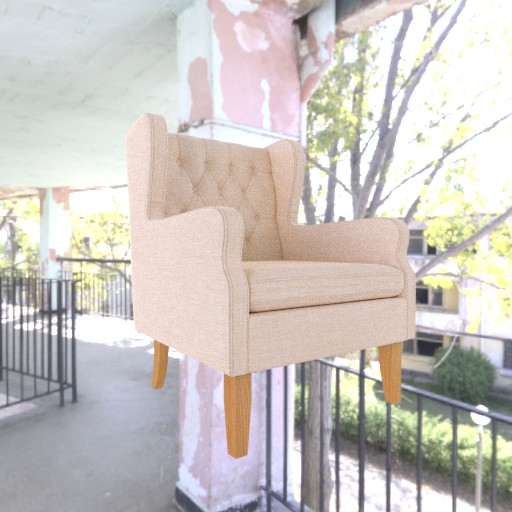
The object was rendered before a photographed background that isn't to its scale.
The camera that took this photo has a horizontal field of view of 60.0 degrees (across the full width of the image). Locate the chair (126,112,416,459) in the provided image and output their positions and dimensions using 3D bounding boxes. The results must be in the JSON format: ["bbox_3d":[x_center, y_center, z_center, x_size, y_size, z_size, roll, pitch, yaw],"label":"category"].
[{"bbox_3d":[0.000,0.000,1.492,0.710,0.930,0.760,-1,1,-37],"label":"chair"}]
